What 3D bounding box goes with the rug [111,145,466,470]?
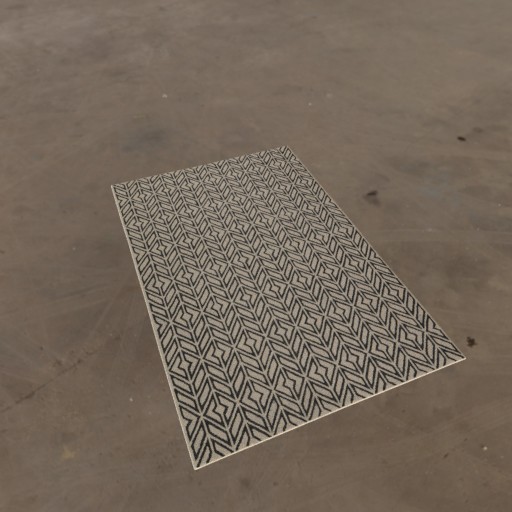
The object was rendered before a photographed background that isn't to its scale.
[{"bbox_3d":[0.000,0.000,2.346,1.220,0.007,1.828,-16,48,-15],"label":"rug"}]
